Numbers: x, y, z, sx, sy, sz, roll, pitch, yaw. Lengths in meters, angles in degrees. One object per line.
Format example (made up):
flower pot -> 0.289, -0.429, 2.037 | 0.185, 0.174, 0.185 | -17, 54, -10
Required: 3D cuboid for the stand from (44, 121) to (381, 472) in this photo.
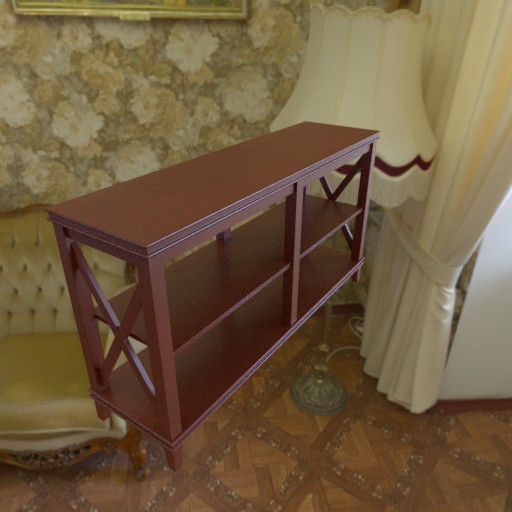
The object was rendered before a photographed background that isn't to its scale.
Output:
stand -> 0.000, 0.000, 1.723 | 0.381, 0.762, 1.372 | 18, 33, 30
